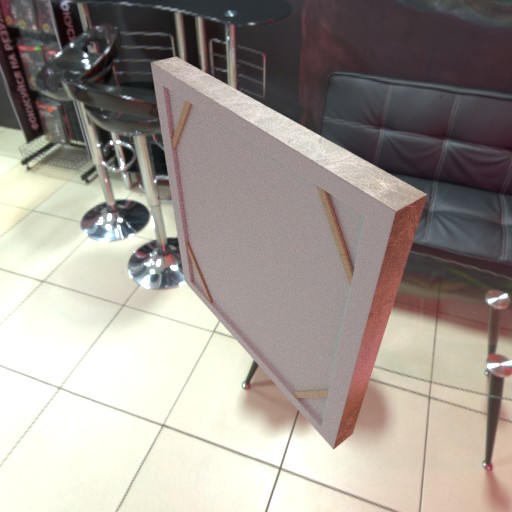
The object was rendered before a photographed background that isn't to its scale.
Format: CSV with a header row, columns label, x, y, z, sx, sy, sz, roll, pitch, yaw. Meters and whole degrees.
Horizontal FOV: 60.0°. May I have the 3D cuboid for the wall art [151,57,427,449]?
label,x,y,z,sx,sy,sz,roll,pitch,yaw
wall art,0.000,0.000,0.602,0.038,0.407,0.405,-27,49,-26
